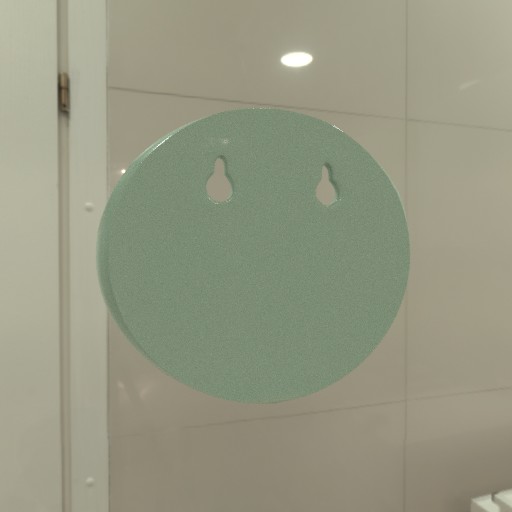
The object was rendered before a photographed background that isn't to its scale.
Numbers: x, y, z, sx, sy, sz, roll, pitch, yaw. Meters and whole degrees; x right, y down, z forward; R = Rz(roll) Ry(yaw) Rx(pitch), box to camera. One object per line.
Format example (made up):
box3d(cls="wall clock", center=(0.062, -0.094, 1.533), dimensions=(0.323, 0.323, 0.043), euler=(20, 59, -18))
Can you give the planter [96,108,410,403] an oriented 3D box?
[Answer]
box3d(cls="planter", center=(0.000, 0.000, 0.279), dimensions=(0.189, 0.164, 0.073), euler=(0, 1, -18))
